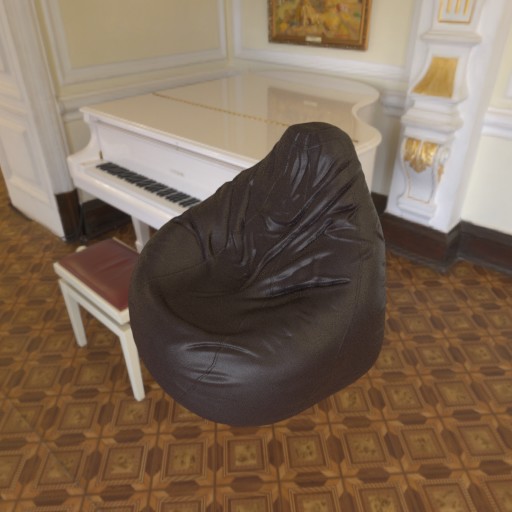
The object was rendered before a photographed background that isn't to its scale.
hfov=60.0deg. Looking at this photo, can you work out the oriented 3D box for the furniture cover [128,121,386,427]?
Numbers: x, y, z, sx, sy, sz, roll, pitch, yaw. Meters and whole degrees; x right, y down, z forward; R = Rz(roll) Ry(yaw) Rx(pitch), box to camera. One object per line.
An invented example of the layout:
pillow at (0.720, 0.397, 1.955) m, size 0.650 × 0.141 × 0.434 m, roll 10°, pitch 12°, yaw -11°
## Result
furniture cover at (0.000, 0.000, 1.864) m, size 1.070 × 0.990 × 1.070 m, roll -21°, pitch 38°, yaw -30°
